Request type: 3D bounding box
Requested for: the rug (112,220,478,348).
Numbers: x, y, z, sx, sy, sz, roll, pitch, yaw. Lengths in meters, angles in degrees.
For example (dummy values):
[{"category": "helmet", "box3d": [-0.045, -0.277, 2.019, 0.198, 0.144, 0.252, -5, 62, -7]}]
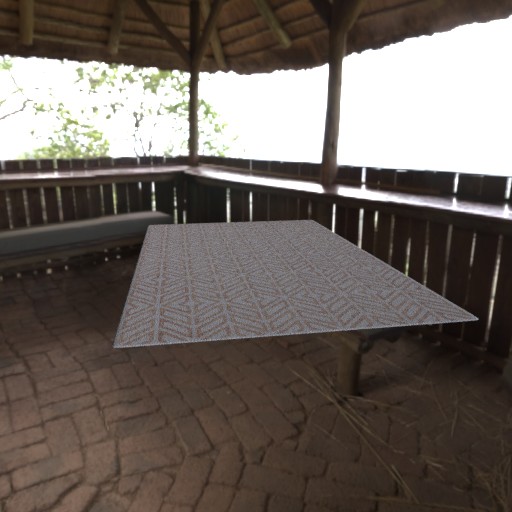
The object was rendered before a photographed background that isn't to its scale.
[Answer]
[{"category": "rug", "box3d": [0.000, 0.000, 2.934, 1.523, 0.008, 2.438, -3, 15, -10]}]
